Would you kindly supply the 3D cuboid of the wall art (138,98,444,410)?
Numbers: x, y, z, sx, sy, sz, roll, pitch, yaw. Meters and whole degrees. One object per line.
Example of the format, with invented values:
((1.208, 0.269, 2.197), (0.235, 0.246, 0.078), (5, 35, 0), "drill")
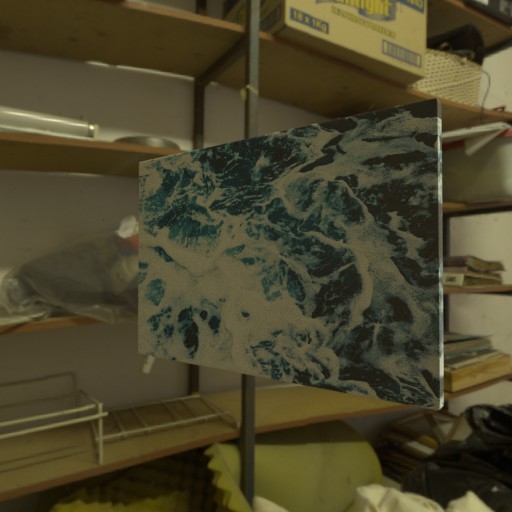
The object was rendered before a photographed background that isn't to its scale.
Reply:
((0.000, 0.000, 1.917), (1.524, 1.017, 0.055), (-1, -1, 37), "wall art")
